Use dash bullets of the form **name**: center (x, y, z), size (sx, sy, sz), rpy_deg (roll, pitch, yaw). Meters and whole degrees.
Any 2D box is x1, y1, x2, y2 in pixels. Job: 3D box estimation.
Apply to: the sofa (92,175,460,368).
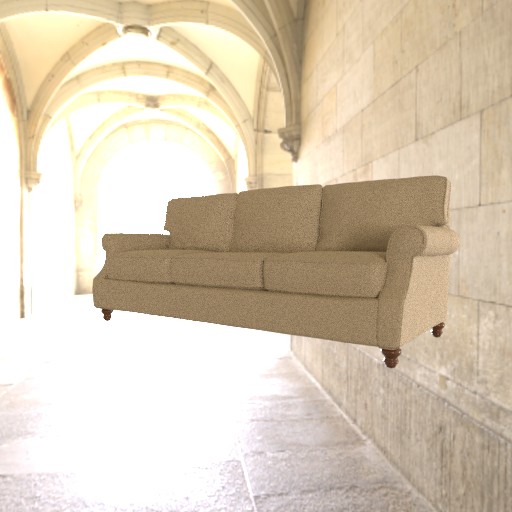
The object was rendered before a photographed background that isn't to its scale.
- **sofa**: center (0.000, 0.000, 2.884), size (2.354, 0.948, 0.966), rpy_deg (1, 2, 36)
